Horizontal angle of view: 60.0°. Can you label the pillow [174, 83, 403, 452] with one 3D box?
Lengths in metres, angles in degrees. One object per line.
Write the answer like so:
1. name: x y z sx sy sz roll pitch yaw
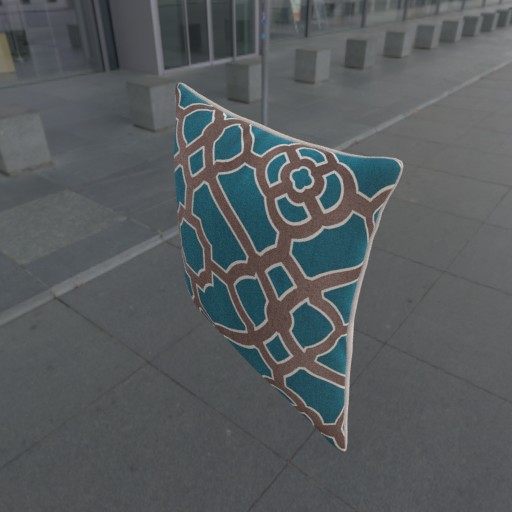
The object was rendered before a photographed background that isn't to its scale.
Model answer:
1. pillow: 0.000 0.000 0.789 0.166 0.507 0.526 -21 38 -30
